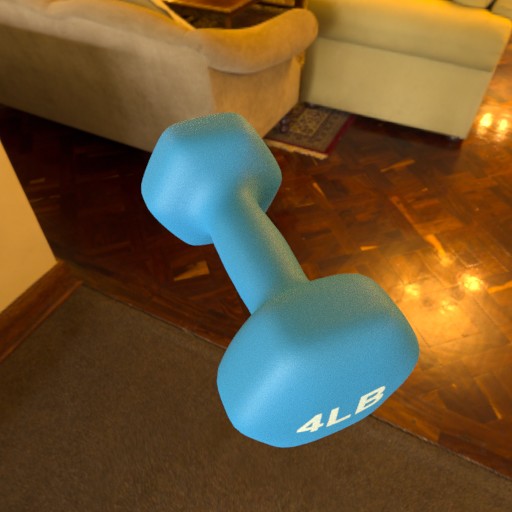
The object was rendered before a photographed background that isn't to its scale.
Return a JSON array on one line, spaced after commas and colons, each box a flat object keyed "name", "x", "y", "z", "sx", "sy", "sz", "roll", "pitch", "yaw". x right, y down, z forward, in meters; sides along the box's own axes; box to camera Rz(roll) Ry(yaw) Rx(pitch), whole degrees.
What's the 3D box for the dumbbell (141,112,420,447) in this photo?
[{"name": "dumbbell", "x": 0.000, "y": 0.000, "z": 0.192, "sx": 0.074, "sy": 0.066, "sz": 0.152, "roll": -16, "pitch": 48, "yaw": -15}]
